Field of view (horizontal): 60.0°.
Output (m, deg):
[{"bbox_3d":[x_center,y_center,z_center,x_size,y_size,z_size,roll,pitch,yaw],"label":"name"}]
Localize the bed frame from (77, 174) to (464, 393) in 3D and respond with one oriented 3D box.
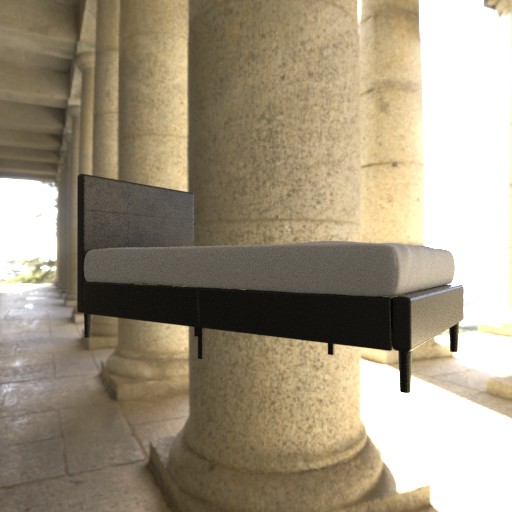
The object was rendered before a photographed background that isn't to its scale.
[{"bbox_3d":[0.000,0.000,2.506,2.152,1.046,1.038,0,0,35],"label":"bed frame"}]
